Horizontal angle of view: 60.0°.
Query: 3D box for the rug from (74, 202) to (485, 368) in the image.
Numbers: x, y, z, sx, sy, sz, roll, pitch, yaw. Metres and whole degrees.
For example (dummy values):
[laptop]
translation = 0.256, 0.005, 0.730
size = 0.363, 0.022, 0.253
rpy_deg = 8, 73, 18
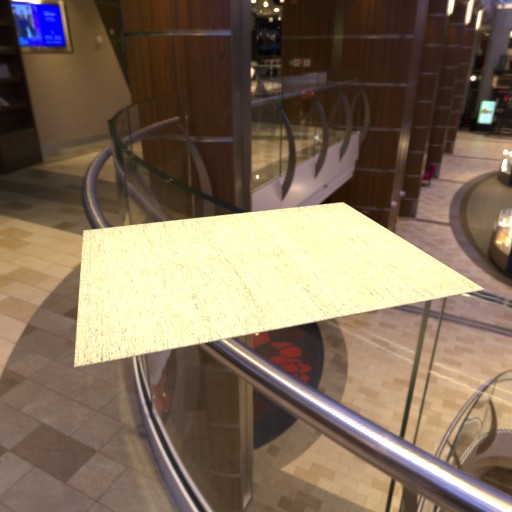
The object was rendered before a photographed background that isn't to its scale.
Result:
[rug]
translation = 0.000, 0.000, 4.280
size = 3.201, 0.014, 2.437
rpy_deg = -8, 26, -16
